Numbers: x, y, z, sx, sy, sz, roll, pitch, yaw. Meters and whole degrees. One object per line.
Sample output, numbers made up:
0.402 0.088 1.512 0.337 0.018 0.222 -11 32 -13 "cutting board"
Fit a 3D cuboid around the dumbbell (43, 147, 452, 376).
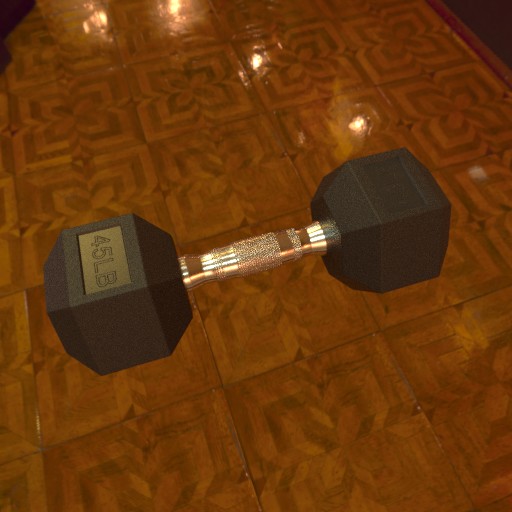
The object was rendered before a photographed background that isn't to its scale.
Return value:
0.000 0.000 0.416 0.356 0.123 0.141 -15 61 -9 "dumbbell"
